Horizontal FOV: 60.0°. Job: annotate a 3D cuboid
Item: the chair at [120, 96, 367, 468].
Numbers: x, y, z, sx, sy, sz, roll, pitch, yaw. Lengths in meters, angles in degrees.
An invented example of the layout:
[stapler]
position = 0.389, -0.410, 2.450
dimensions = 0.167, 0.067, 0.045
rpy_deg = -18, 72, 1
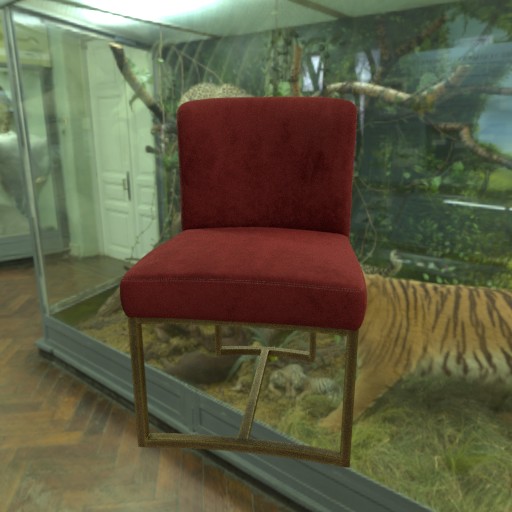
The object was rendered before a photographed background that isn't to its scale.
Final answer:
[chair]
position = 0.000, 0.000, 1.161
dimensions = 0.530, 0.824, 0.560
rpy_deg = 2, 15, 8
